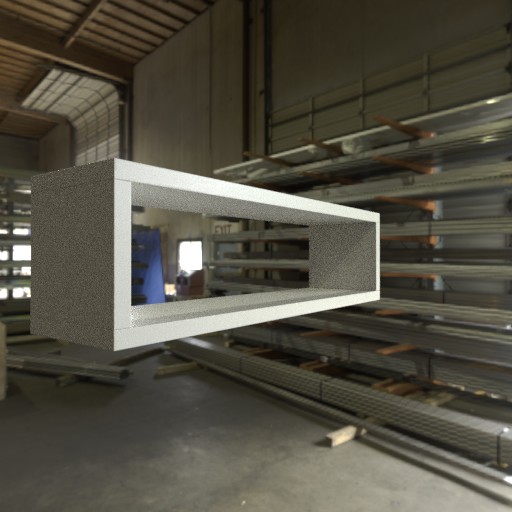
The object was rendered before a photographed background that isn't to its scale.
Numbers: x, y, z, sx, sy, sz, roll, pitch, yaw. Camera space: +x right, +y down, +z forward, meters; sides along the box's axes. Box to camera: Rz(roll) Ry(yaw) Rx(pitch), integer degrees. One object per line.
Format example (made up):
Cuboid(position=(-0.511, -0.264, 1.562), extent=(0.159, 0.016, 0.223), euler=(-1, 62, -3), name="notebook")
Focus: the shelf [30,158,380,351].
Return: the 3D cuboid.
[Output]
Cuboid(position=(0.000, 0.000, 0.677), extent=(0.150, 0.170, 0.610), euler=(0, 0, 37), name="shelf")
